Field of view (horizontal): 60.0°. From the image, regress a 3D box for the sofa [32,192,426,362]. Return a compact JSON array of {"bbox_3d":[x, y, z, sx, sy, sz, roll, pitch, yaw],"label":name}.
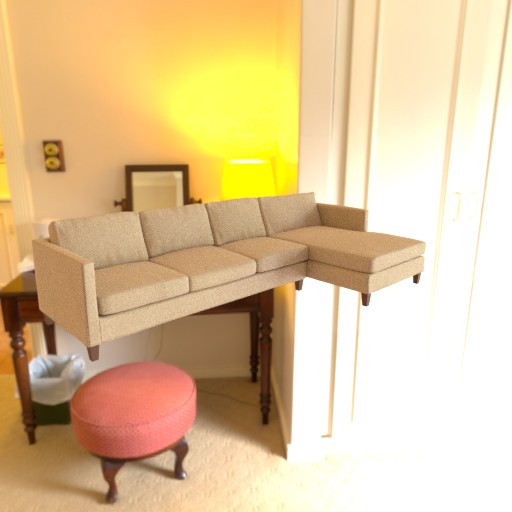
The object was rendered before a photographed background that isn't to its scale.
[{"bbox_3d":[0.000,0.000,3.902,3.186,0.846,1.625,-14,20,-42],"label":"sofa"}]
